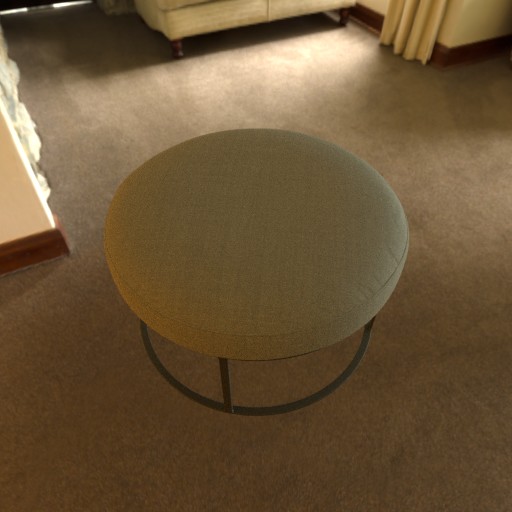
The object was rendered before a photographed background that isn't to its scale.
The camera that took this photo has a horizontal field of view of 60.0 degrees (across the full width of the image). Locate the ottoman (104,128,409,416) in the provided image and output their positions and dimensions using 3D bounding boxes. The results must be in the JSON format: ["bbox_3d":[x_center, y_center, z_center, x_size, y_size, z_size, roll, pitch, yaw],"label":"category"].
[{"bbox_3d":[0.000,0.000,1.255,0.772,0.460,0.772,0,47,0],"label":"ottoman"}]
